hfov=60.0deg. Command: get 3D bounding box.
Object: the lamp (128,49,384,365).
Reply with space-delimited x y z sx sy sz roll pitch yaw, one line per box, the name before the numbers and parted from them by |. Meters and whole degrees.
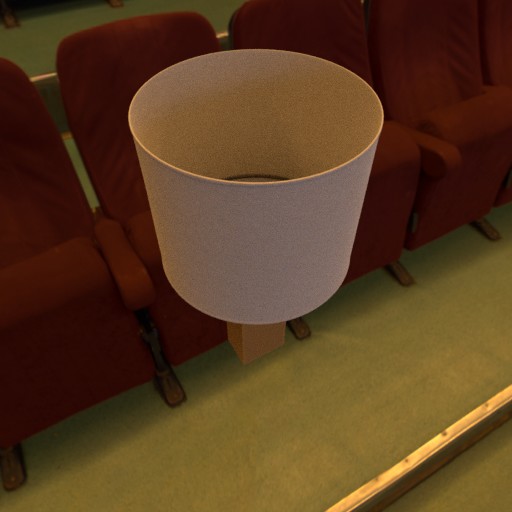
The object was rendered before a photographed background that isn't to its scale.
lamp | 0.000 0.000 0.560 0.229 0.417 0.229 -23 52 -19
